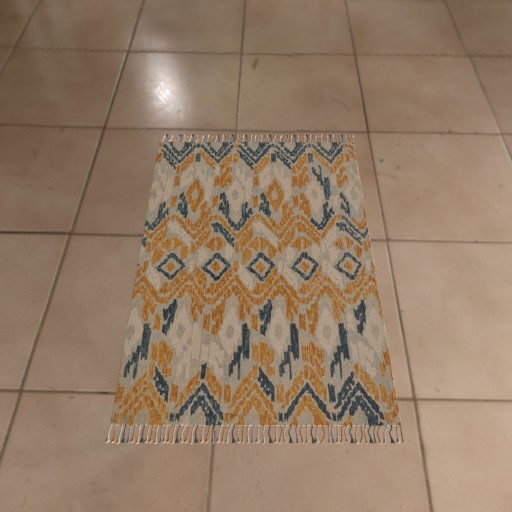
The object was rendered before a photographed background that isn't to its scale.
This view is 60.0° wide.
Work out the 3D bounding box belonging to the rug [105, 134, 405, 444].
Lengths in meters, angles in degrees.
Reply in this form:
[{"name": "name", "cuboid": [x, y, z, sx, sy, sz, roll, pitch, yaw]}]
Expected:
[{"name": "rug", "cuboid": [0.000, 0.000, 2.303, 1.230, 0.008, 1.827, 0, 57, 0]}]
